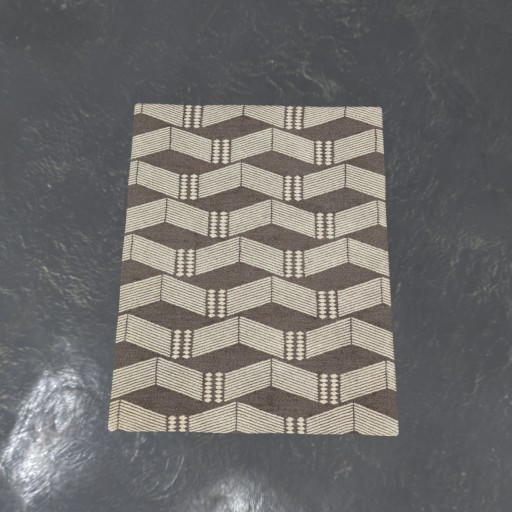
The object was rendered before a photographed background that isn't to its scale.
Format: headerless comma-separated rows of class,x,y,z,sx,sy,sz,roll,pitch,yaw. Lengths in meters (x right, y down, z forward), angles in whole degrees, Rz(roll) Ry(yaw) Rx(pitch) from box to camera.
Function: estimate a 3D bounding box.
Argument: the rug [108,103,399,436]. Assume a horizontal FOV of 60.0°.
rug,0.000,0.000,4.044,2.438,0.016,3.048,1,77,0
